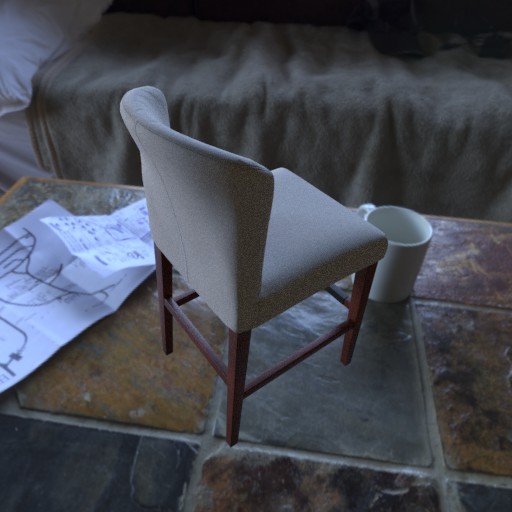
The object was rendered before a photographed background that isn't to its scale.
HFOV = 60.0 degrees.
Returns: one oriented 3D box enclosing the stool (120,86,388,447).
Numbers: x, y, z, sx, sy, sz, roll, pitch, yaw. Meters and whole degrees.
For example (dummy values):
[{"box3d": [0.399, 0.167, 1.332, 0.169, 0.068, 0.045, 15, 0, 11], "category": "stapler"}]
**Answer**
[{"box3d": [0.000, 0.000, 1.267, 0.568, 0.968, 0.479, -26, 48, -26], "category": "stool"}]
